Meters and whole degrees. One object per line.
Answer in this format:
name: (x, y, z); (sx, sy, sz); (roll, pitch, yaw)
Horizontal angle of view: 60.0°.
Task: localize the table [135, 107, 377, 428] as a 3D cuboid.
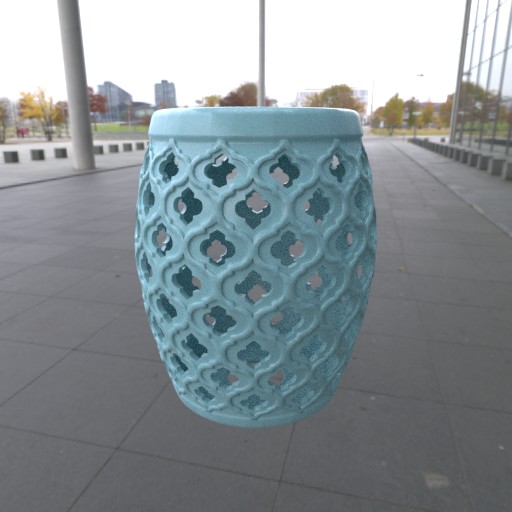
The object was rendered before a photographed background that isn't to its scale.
table: (0.000, 0.000, 0.623); (0.325, 0.388, 0.325); (0, 16, 0)
